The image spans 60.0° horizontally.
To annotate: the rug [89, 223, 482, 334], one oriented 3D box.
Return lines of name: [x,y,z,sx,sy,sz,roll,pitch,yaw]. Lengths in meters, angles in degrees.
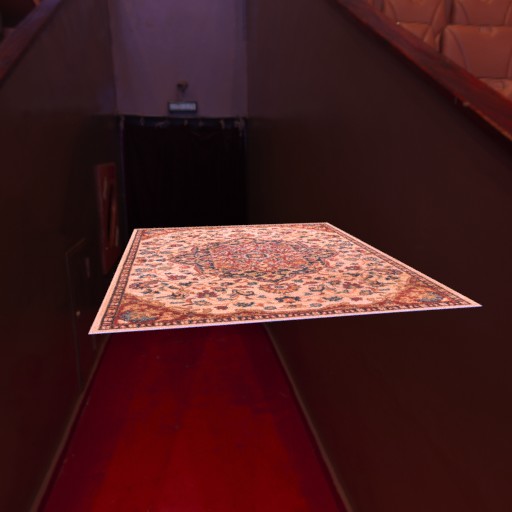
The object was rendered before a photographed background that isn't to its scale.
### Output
rug: [0.000,0.000,4.147,2.454,0.005,3.067,-3,15,-10]
